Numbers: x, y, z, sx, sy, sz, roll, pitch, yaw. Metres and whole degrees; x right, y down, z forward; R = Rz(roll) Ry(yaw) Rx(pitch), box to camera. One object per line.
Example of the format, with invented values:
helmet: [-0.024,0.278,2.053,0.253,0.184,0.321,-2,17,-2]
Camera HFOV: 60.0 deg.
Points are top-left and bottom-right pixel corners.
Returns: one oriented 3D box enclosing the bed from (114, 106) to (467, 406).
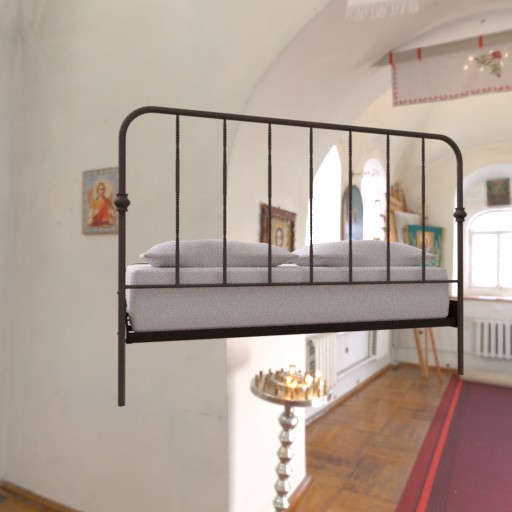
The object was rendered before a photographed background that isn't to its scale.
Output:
bed: [0.000,0.000,3.390,2.044,1.446,2.134,0,0,-17]
